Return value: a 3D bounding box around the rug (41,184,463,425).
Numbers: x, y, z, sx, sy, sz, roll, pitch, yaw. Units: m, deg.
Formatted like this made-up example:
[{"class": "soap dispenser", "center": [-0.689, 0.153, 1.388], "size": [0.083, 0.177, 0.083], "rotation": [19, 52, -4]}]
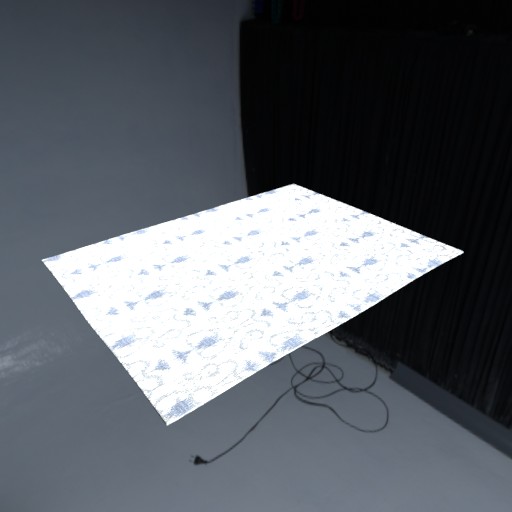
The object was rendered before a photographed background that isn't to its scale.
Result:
[{"class": "rug", "center": [0.000, 0.000, 2.937], "size": [2.261, 0.013, 1.676], "rotation": [-22, 36, -33]}]
